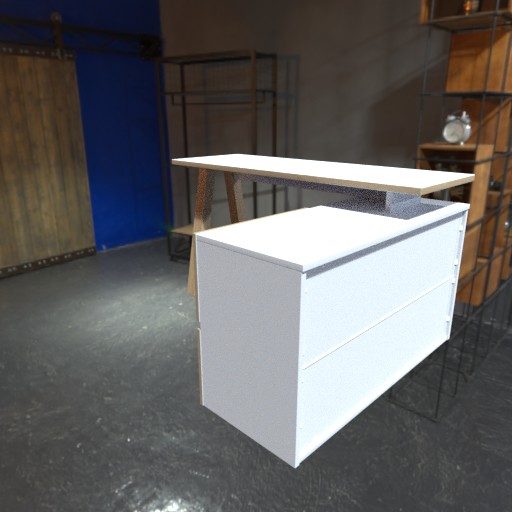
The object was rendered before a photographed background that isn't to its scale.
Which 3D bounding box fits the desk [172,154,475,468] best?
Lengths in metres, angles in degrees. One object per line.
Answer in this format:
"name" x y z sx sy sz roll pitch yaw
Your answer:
"desk" 0.000 0.000 2.001 1.404 0.755 1.098 17 24 42
